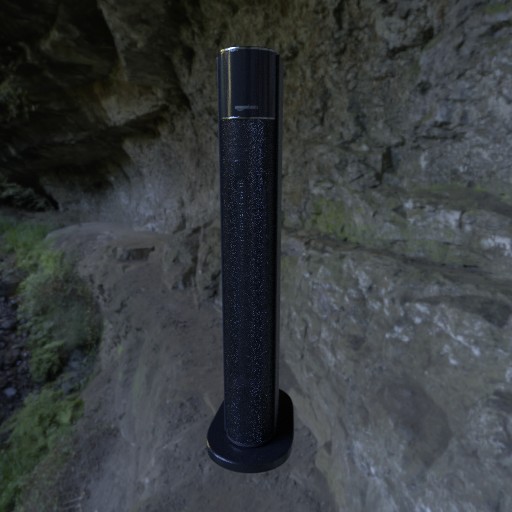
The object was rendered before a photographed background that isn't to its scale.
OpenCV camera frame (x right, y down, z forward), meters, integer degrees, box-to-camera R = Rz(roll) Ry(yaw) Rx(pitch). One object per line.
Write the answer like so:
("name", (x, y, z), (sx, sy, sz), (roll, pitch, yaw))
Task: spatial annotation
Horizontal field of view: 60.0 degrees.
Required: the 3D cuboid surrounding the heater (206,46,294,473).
("heater", (0.000, 0.000, 1.062), (0.214, 0.856, 0.458), (2, 15, 8))
